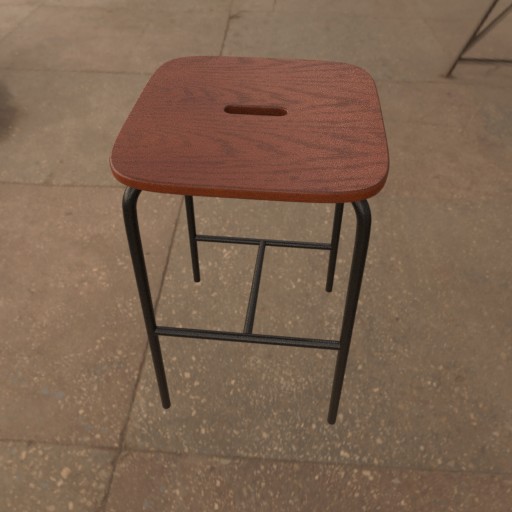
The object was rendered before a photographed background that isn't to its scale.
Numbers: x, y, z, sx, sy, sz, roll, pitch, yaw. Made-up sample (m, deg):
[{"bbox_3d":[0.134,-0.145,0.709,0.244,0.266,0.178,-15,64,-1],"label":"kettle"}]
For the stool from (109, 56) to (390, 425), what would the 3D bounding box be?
[{"bbox_3d":[0.000,0.000,0.856,0.376,0.610,0.376,4,47,4],"label":"stool"}]
